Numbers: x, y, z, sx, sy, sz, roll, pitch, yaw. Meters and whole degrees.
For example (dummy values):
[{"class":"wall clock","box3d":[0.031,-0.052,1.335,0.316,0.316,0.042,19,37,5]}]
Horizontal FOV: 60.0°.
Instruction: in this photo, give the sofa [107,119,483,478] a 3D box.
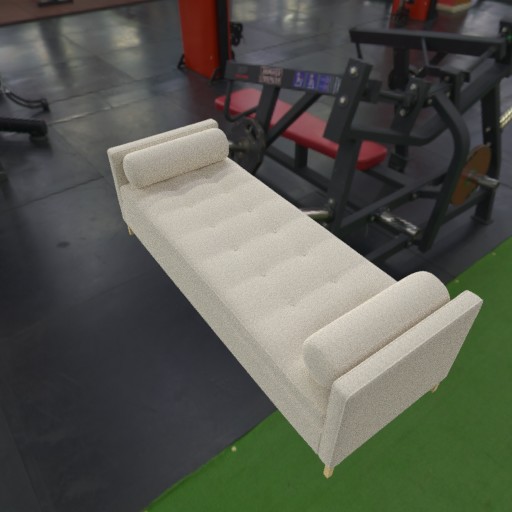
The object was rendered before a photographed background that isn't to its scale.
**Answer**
[{"class":"sofa","box3d":[0.000,0.000,2.316,0.746,0.641,1.985,-25,47,-26]}]
